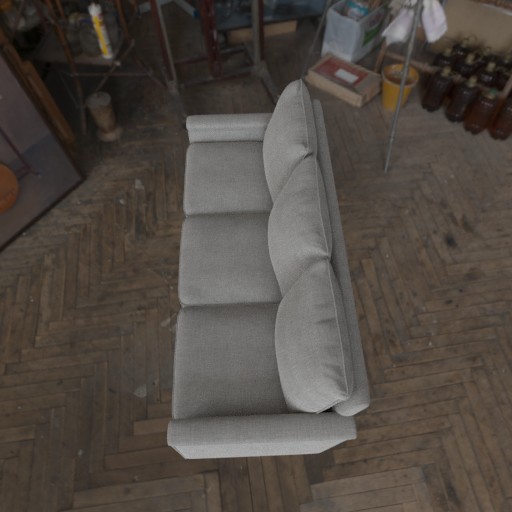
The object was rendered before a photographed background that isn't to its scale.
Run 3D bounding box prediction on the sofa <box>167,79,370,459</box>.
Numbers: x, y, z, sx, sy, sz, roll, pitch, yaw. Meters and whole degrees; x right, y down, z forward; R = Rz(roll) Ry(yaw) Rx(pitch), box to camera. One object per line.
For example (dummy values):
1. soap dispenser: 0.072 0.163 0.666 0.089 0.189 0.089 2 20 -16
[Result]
1. sofa: 0.000 0.000 2.402 0.828 0.959 1.925 -2 59 -1
